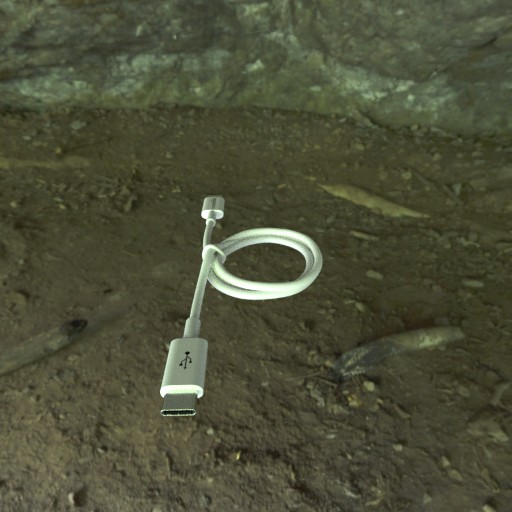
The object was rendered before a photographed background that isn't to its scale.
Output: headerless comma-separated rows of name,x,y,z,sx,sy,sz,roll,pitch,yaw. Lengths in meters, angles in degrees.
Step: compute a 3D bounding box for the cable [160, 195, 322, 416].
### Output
cable,0.000,0.000,0.230,0.070,0.014,0.203,-1,27,-2
